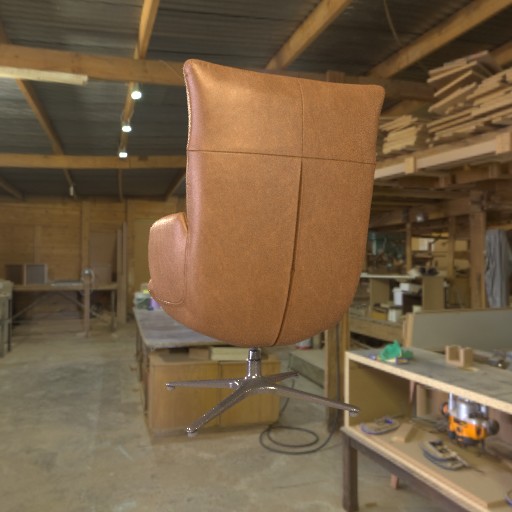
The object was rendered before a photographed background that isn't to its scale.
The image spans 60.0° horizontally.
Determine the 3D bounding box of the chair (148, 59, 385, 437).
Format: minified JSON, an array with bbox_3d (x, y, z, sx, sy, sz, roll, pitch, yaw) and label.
[{"bbox_3d":[0.000,0.000,1.553,0.711,1.027,0.794,0,-1,-18],"label":"chair"}]
